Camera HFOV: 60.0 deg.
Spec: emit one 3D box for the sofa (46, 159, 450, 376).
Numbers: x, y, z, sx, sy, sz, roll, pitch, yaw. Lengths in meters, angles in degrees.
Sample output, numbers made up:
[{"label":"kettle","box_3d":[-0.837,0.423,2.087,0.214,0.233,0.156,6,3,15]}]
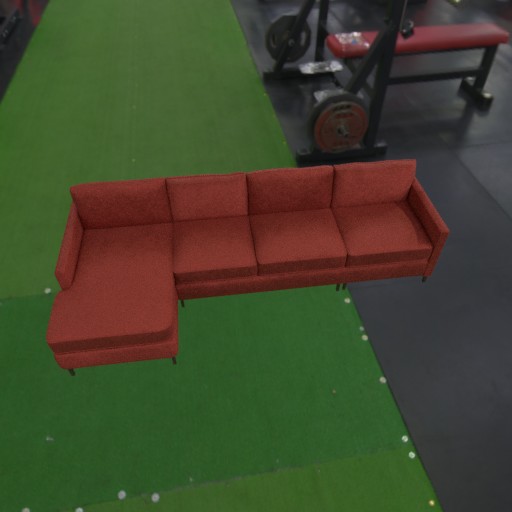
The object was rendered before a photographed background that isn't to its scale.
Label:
[{"label":"sofa","box_3d":[0.000,0.000,3.997,3.400,0.967,1.500,-5,46,-5]}]
